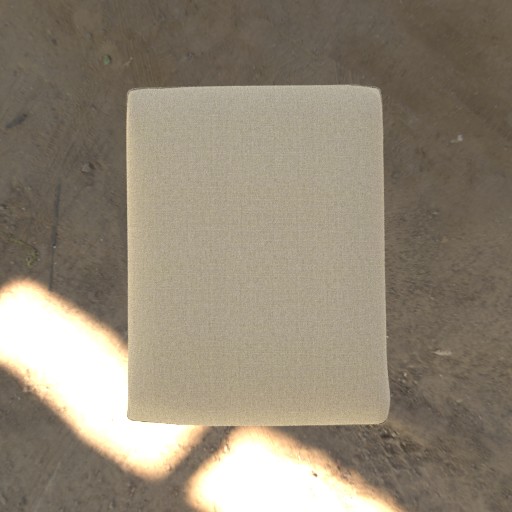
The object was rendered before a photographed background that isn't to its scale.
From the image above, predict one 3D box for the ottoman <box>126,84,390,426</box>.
[{"bbox_3d":[0.000,0.000,1.028,0.541,0.463,0.684,0,89,1],"label":"ottoman"}]
